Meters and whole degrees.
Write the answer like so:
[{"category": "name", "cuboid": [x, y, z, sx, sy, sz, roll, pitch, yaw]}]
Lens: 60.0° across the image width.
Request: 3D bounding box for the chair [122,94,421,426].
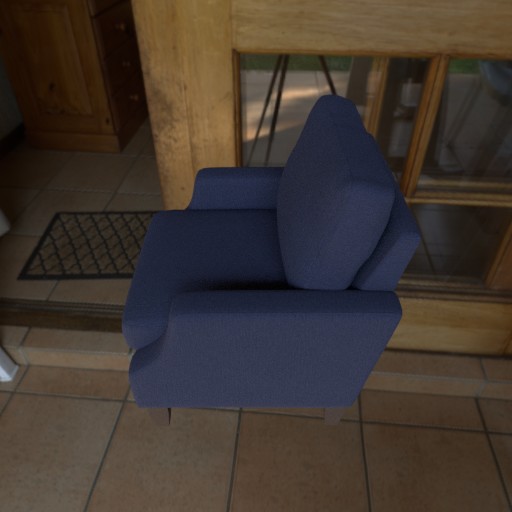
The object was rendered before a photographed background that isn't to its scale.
[{"category": "chair", "cuboid": [0.000, 0.000, 1.638, 0.897, 0.991, 0.855, 0, 40, 0]}]
